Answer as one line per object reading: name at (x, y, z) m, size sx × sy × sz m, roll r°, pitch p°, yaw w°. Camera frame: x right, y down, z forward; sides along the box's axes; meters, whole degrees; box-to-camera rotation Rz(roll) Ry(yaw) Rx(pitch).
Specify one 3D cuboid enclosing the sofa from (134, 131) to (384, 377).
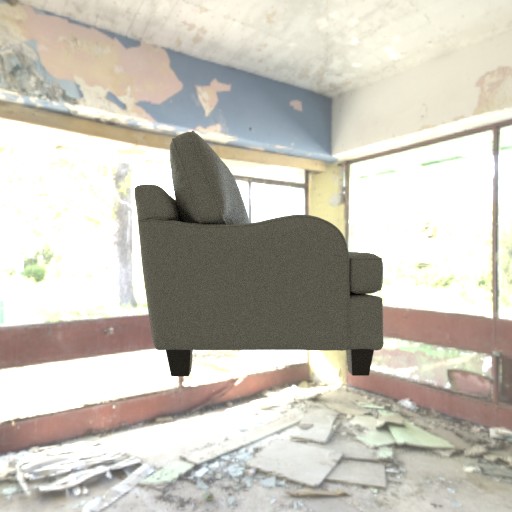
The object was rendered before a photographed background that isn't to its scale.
sofa at (0.000, 0.000, 2.897) m, size 1.016 × 0.997 × 2.323 m, roll 0°, pitch -1°, yaw -1°
